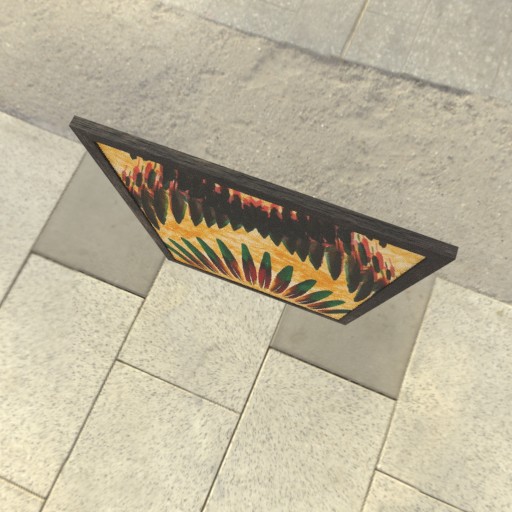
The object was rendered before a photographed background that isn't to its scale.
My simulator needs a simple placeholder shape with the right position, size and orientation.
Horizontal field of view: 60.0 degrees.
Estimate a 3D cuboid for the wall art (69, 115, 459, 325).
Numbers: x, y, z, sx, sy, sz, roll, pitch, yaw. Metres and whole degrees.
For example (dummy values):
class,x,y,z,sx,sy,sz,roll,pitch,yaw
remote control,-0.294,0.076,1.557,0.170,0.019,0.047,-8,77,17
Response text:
class,x,y,z,sx,sy,sz,roll,pitch,yaw
wall art,0.000,0.000,1.390,0.812,1.066,0.029,20,75,5
